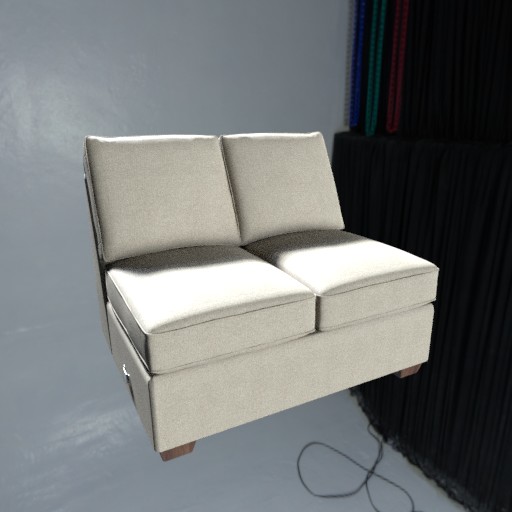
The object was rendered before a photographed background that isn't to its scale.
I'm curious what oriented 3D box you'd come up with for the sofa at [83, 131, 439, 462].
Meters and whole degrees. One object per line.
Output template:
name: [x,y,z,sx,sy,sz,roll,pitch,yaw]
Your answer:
sofa: [0.000,0.000,1.922,1.232,1.006,0.978,-9,19,-26]
